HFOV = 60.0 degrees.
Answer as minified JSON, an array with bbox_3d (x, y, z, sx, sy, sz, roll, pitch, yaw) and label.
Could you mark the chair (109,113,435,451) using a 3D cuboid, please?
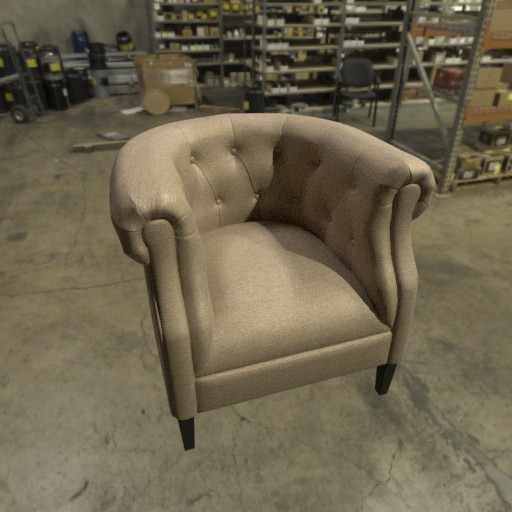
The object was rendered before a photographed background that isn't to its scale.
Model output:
[{"bbox_3d":[0.000,0.000,1.566,0.905,0.827,0.852,-10,33,-16],"label":"chair"}]
